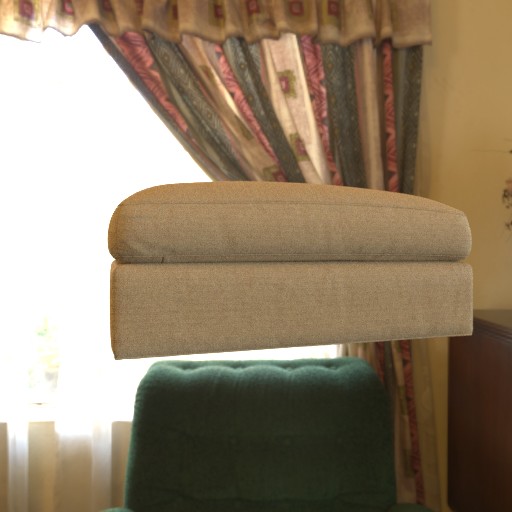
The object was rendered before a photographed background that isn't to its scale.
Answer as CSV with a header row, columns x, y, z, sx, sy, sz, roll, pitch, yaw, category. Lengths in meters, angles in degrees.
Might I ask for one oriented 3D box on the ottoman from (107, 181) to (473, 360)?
x,y,z,sx,sy,sz,roll,pitch,yaw,category
0.000,0.000,1.634,1.041,0.470,1.041,0,0,-18,ottoman
